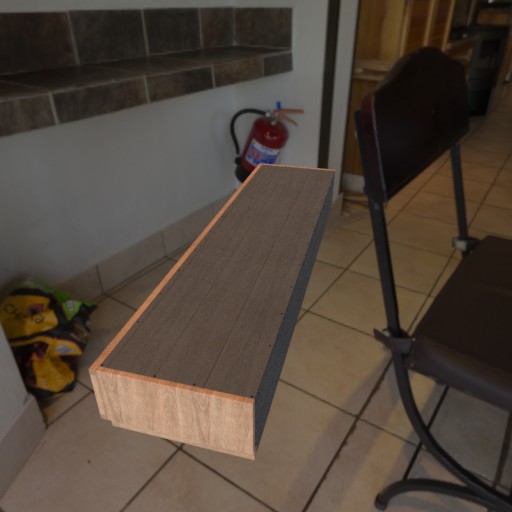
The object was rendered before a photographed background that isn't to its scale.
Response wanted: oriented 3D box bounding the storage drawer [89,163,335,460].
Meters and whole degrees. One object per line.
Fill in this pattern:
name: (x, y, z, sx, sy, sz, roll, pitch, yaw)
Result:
storage drawer: (0.000, 0.000, 2.202, 0.538, 0.264, 2.032, 8, 31, 13)
